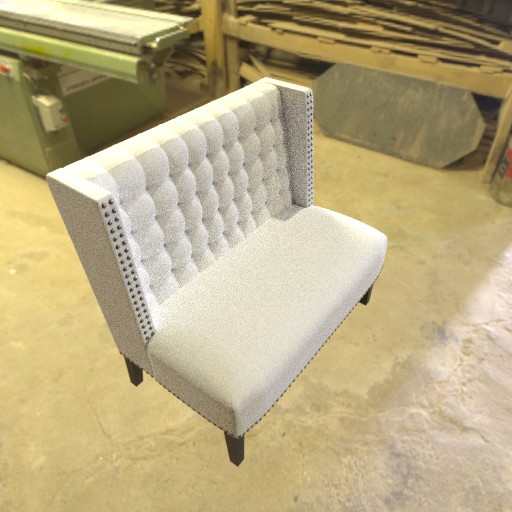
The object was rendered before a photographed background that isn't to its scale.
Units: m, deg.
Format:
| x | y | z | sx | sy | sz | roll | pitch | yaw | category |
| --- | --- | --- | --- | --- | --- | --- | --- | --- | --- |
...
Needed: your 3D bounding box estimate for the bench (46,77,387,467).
| x | y | z | sx | sy | sz | roll | pitch | yaw | category |
| --- | --- | --- | --- | --- | --- | --- | --- | --- | --- |
| 0.000 | 0.000 | 2.038 | 0.847 | 1.123 | 1.280 | 26 | 47 | 28 | bench |
